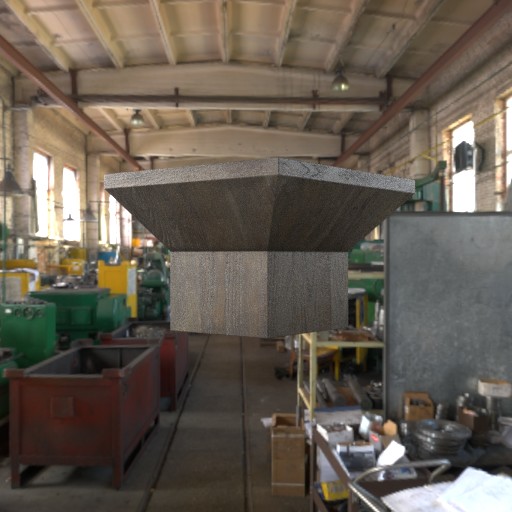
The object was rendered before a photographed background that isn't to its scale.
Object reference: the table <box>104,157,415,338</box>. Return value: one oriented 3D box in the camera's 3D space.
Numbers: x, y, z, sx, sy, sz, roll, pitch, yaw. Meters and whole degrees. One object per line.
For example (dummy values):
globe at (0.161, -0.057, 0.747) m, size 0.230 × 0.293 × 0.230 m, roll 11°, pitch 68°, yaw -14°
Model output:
table at (0.000, 0.000, 1.647) m, size 1.115 × 0.488 × 0.966 m, roll 0°, pitch 0°, yaw -36°
